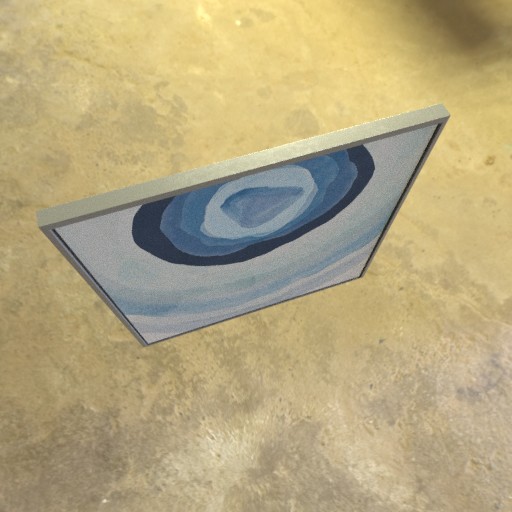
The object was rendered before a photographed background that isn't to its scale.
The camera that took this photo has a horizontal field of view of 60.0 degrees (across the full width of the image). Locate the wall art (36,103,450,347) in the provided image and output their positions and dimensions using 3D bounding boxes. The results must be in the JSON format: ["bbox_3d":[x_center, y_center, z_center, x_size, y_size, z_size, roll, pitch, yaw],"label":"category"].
[{"bbox_3d":[0.000,0.000,1.195,0.809,0.807,0.038,-17,65,-8],"label":"wall art"}]
